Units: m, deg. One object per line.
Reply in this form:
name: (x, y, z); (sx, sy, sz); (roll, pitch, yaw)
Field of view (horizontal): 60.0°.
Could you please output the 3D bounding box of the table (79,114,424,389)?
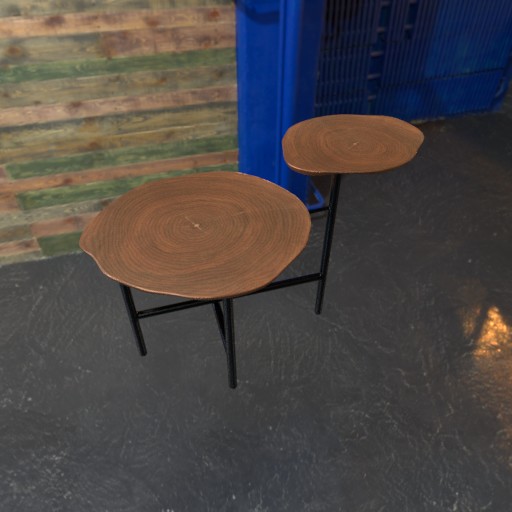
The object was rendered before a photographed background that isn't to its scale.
table: (0.000, 0.000, 1.069); (0.759, 0.538, 0.442); (-10, 42, -12)
